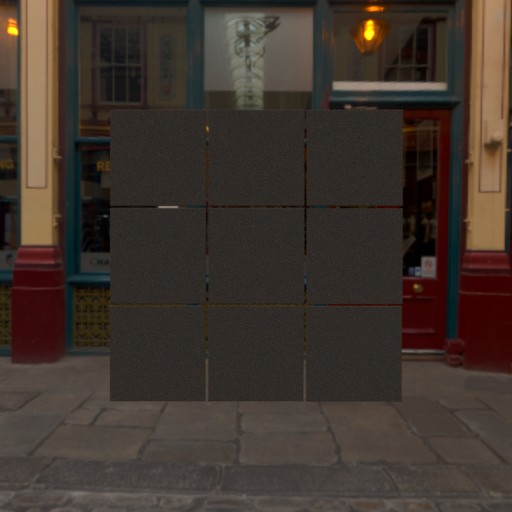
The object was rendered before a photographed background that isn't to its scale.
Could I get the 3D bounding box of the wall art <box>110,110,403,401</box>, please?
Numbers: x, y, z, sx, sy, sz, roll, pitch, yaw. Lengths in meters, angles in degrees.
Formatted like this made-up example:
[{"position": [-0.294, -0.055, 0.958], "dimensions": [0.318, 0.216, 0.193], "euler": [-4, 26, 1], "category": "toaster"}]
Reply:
[{"position": [0.000, 0.000, 2.319], "dimensions": [1.527, 1.521, 0.017], "euler": [0, 0, 0], "category": "wall art"}]
